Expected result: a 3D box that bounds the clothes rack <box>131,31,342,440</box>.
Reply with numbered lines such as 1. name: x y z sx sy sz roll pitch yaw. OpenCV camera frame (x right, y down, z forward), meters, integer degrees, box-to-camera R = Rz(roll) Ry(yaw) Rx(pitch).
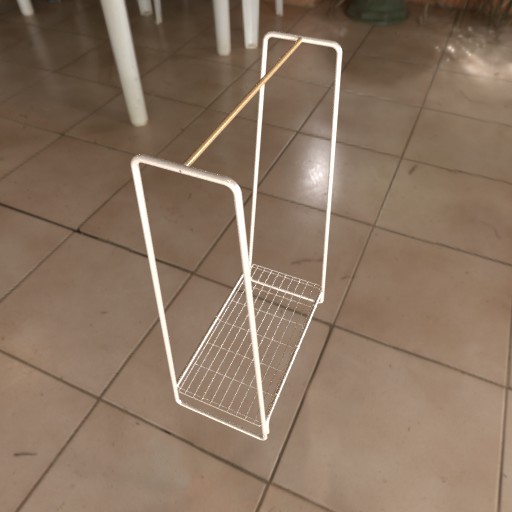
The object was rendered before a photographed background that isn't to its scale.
1. clothes rack: 0.000 0.000 1.899 0.495 1.500 0.900 18 49 16
